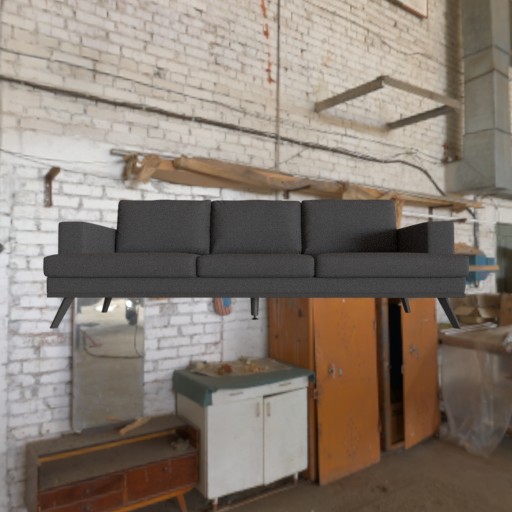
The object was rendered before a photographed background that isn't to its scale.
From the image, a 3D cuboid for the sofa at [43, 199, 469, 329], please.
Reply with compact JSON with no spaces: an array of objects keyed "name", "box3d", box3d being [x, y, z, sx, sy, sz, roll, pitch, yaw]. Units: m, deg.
[{"name":"sofa","box3d":[0.000,0.000,2.836,2.310,0.810,0.920,0,-1,0]}]
